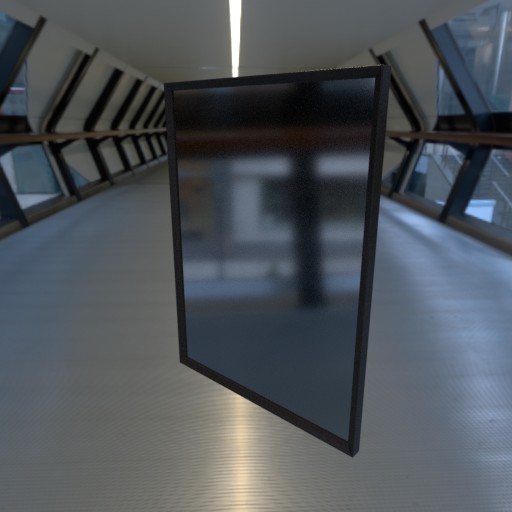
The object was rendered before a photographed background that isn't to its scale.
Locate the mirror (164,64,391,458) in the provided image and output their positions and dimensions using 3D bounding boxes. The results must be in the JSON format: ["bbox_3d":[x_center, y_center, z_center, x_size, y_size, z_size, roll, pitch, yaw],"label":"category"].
[{"bbox_3d":[0.000,0.000,1.346,0.762,1.016,0.041,15,23,40],"label":"mirror"}]
